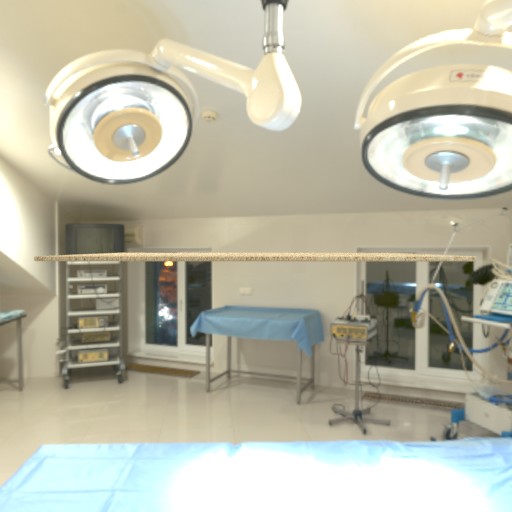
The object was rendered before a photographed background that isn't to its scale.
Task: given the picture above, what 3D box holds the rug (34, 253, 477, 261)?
[{"bbox_3d":[0.000,0.000,3.056,2.349,0.025,1.500,0,1,1],"label":"rug"}]
